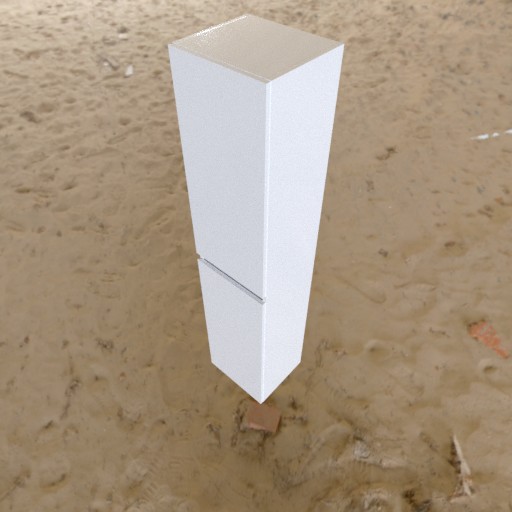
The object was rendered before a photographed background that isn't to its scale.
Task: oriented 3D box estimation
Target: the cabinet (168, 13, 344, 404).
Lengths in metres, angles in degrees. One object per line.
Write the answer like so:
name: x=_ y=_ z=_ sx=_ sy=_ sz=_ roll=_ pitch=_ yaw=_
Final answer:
cabinet: x=0.000 y=0.000 z=1.517 sx=0.300 sy=1.400 sz=0.270 roll=33 pitch=54 yaw=28
